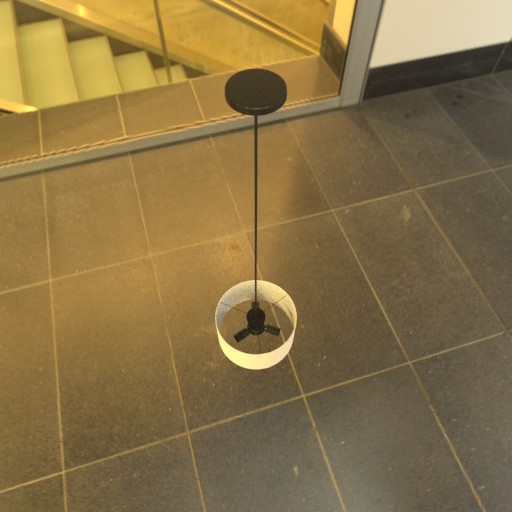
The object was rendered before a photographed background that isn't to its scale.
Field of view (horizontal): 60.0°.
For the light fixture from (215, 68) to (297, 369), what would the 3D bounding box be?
[{"bbox_3d":[0.000,0.000,1.708,0.399,1.516,0.399,0,58,0],"label":"light fixture"}]
